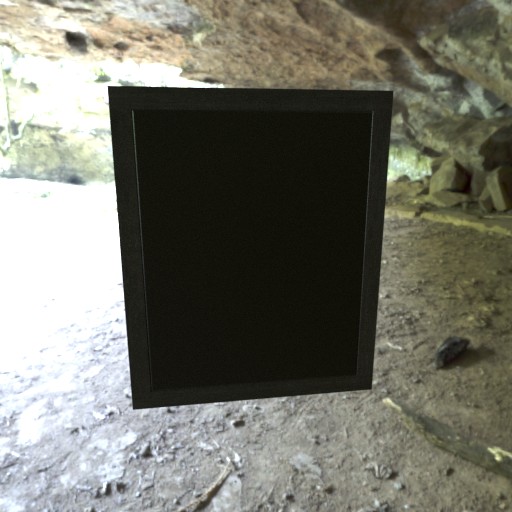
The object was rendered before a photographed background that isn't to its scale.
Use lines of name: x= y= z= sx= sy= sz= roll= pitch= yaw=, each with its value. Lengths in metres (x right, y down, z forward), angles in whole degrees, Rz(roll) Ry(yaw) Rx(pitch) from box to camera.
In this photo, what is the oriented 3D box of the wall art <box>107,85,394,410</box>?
wall art: x=0.000 y=0.000 z=0.819 sx=0.479 sy=0.580 sz=0.027 roll=-2 pitch=15 yaw=-8
